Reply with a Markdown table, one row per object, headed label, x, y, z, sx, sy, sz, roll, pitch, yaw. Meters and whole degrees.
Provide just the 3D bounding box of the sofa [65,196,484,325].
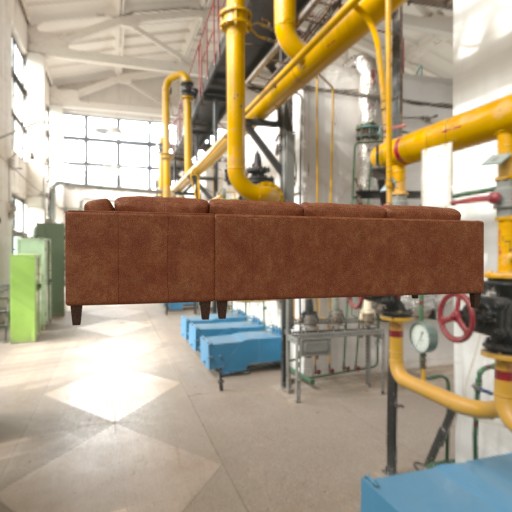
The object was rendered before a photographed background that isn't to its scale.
| label | x | y | z | sx | sy | sz | roll | pitch | yaw |
| --- | --- | --- | --- | --- | --- | --- | --- | --- | --- |
| sofa | 0.000 | 0.000 | 4.284 | 3.167 | 0.838 | 2.438 | 0 | 0 | -17 |
